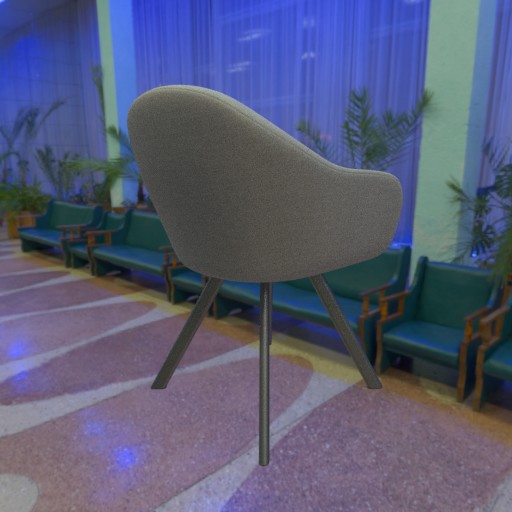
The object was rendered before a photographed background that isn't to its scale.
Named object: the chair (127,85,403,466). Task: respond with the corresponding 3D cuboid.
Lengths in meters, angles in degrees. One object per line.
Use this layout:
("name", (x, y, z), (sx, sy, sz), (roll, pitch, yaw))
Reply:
("chair", (0.000, 0.000, 1.148), (0.570, 0.780, 0.540), (-12, 17, -43))
